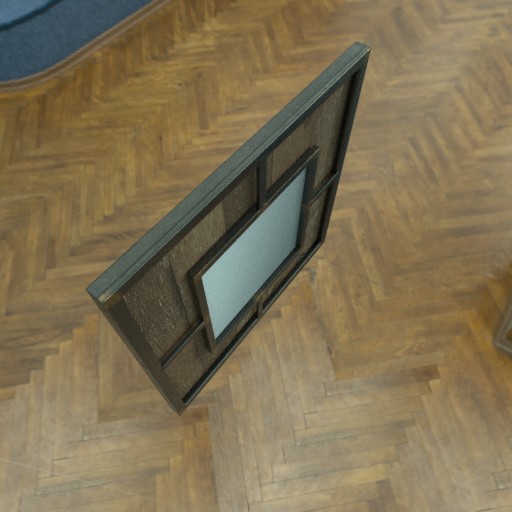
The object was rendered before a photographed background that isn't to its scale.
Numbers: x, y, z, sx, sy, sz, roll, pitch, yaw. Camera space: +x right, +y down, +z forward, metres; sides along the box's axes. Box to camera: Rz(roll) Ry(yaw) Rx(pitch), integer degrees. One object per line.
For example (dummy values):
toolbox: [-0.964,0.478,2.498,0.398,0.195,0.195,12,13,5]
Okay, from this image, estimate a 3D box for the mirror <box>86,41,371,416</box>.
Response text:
mirror: [0.000,0.000,0.561,0.020,0.381,0.382,33,64,19]
